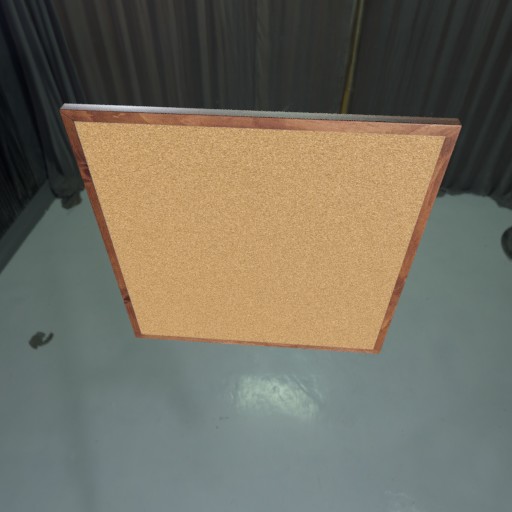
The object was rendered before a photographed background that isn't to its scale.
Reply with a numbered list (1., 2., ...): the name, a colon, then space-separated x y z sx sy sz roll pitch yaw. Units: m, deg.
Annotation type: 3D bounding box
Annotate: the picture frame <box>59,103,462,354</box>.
1. picture frame: 0.000 0.000 1.187 0.810 0.817 0.029 3 45 3
